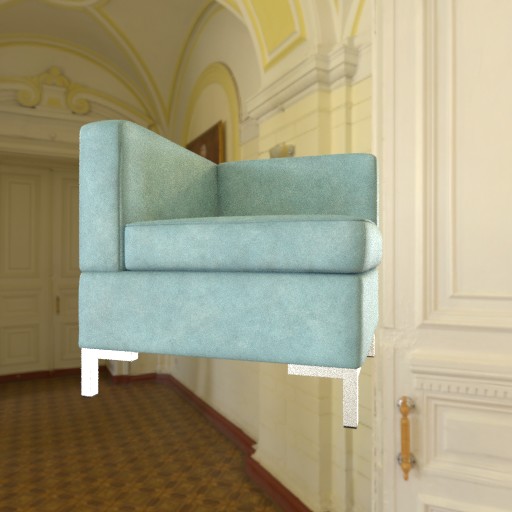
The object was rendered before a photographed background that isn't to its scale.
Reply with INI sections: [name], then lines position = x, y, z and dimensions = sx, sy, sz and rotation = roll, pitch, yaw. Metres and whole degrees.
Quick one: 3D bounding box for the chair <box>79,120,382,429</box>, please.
[chair]
position = 0.000, 0.000, 1.246
dimensions = 0.684, 0.660, 0.691
rotation = 0, 0, 18
